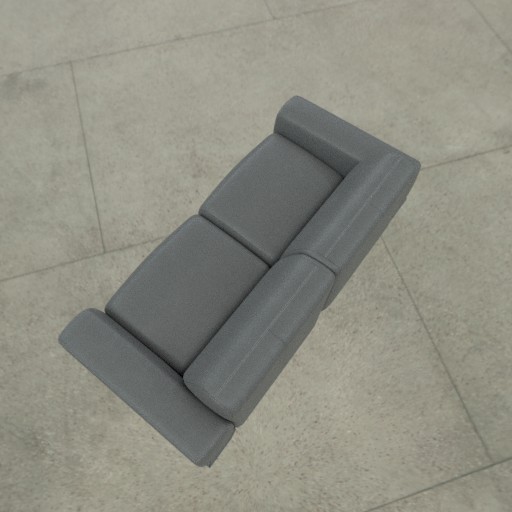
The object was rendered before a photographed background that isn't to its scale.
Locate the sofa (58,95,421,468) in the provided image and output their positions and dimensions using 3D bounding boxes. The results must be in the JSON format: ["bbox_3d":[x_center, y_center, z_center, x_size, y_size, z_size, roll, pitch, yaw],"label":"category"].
[{"bbox_3d":[0.000,0.000,2.347,0.900,0.772,1.901,35,69,15],"label":"sofa"}]
